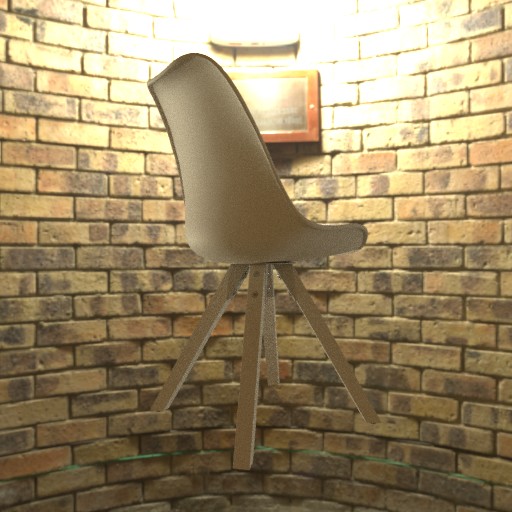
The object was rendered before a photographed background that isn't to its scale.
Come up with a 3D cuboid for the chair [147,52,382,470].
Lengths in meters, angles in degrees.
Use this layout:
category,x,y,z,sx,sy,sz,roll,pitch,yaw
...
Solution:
category,x,y,z,sx,sy,sz,roll,pitch,yaw
chair,0.000,0.000,1.160,0.550,0.850,0.485,0,0,-36
